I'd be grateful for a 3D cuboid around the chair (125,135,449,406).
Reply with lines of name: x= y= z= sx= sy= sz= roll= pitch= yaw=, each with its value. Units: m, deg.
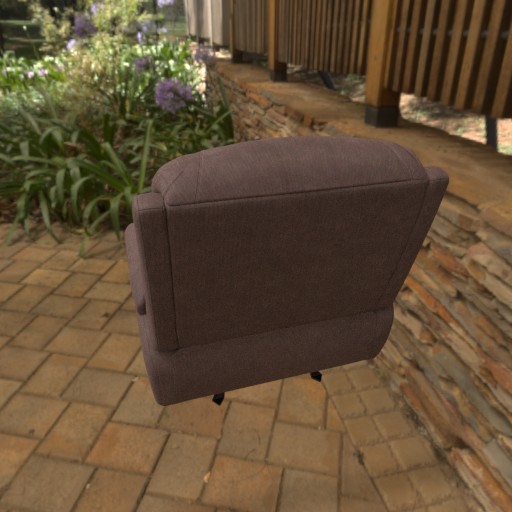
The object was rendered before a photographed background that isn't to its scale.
chair: x=0.000 y=0.000 z=1.673 sx=0.930 sy=1.011 sz=0.899 roll=-8 pitch=28 yaw=-16
